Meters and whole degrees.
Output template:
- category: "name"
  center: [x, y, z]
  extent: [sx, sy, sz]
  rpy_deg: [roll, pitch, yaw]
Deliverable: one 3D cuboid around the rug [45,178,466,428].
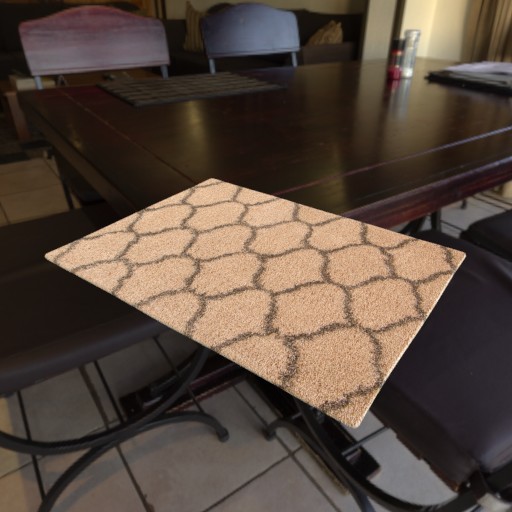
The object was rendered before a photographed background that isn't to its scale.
- category: "rug"
  center: [0.000, 0.000, 2.094]
  extent: [1.600, 0.025, 1.200]
  rpy_deg: [21, 37, 30]
